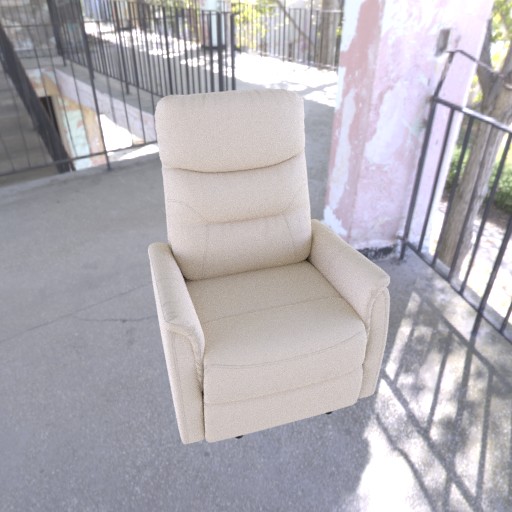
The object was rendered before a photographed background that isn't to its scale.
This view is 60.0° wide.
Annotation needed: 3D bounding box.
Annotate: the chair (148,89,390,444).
[{"bbox_3d":[0.000,0.000,1.670,0.775,1.082,0.831,-9,34,-14],"label":"chair"}]
